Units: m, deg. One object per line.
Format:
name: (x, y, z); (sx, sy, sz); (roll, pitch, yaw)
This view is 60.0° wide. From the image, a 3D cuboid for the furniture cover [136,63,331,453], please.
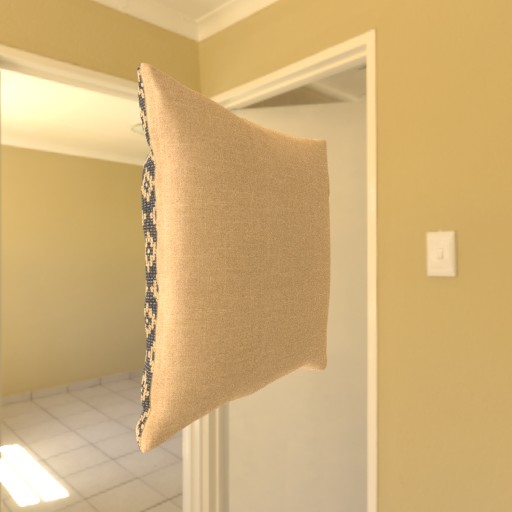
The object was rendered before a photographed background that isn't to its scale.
furniture cover: (0.000, 0.000, 0.660); (0.139, 0.431, 0.431); (0, 1, 36)
